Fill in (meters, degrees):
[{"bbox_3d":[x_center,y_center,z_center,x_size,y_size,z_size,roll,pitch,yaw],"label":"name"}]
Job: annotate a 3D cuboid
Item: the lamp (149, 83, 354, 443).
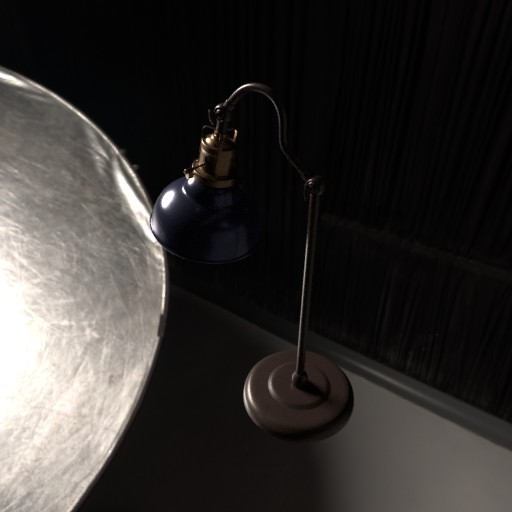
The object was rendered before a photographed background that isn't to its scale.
[{"bbox_3d":[0.000,0.000,0.686,0.374,0.508,0.192,21,38,29],"label":"lamp"}]
